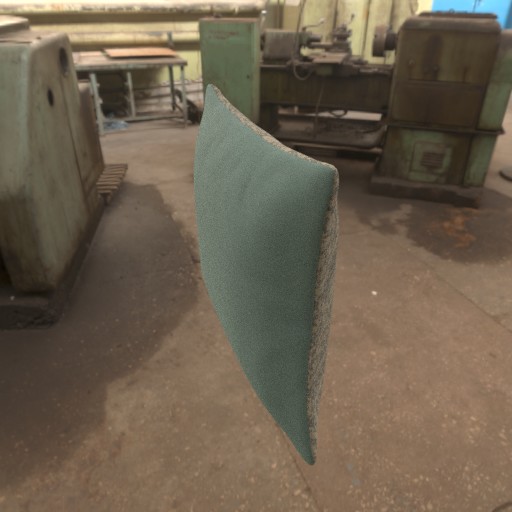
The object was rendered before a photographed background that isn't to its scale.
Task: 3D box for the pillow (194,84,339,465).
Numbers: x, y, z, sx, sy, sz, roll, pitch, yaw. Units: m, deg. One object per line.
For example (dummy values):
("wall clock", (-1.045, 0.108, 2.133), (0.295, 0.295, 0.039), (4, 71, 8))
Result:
("pillow", (0.000, 0.000, 0.803), (0.166, 0.507, 0.526), (-10, 32, -17))
